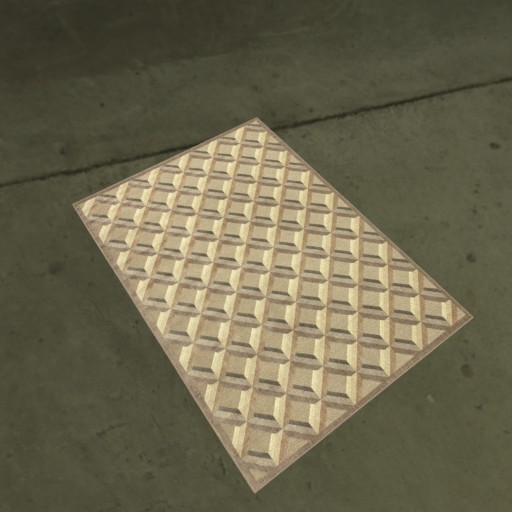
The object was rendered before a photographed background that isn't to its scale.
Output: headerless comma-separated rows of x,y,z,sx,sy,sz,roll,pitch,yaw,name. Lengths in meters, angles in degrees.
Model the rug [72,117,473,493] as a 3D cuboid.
0.000,0.000,4.273,2.382,0.018,3.294,-31,62,-19,rug
